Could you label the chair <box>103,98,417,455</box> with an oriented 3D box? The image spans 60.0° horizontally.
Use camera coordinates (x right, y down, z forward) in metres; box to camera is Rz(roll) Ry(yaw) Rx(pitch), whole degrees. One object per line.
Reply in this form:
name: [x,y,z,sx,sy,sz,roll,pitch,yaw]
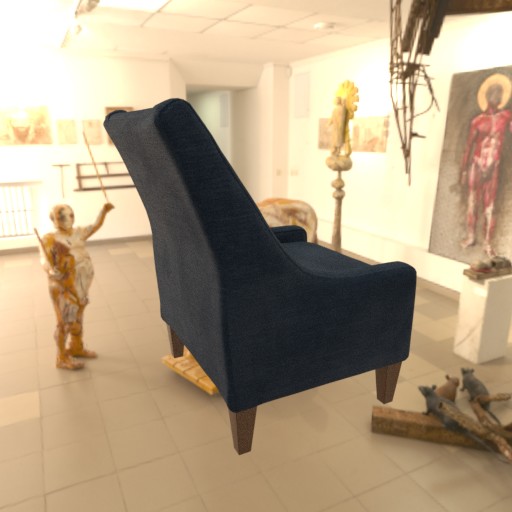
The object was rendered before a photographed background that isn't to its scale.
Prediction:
chair: [0.000,0.000,1.600,0.870,1.014,0.774,-8,18,-26]
